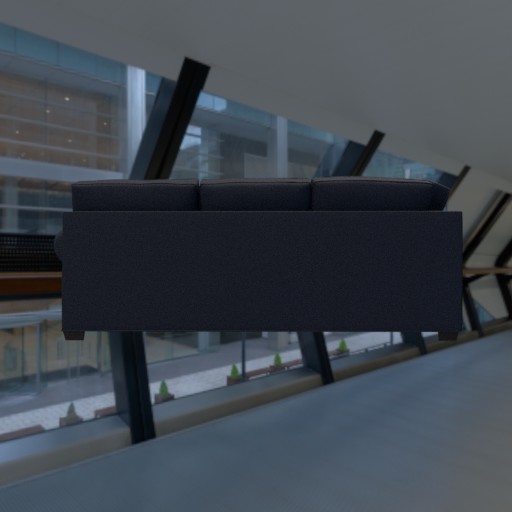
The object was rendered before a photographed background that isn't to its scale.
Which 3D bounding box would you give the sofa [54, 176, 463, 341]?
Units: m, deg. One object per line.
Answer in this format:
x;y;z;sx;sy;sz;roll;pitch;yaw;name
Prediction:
0.000;0.000;3.962;2.562;1.042;2.487;0;0;1;sofa
